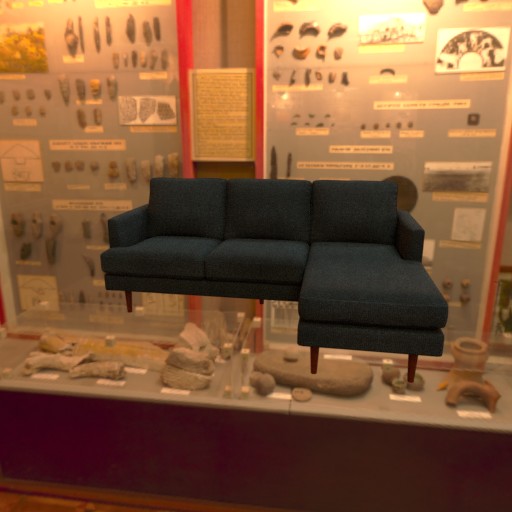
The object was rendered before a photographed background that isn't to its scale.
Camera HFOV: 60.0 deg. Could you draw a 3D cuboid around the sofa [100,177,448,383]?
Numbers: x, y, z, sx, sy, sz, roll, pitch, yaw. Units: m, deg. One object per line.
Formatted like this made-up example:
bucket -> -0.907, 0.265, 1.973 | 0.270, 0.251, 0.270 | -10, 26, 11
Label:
sofa -> 0.000, 0.000, 3.096 | 2.233, 0.956, 1.504 | 3, 16, 9
